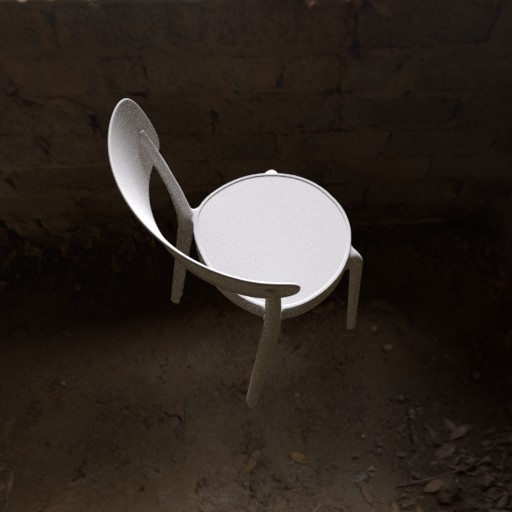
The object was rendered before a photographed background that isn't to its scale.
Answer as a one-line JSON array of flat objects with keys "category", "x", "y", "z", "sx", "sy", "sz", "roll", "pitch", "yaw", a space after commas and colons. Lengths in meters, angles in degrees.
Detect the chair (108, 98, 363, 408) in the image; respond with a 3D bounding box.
[{"category": "chair", "x": 0.000, "y": 0.000, "z": 1.122, "sx": 0.491, "sy": 0.790, "sz": 0.506, "roll": -33, "pitch": 65, "yaw": -18}]
